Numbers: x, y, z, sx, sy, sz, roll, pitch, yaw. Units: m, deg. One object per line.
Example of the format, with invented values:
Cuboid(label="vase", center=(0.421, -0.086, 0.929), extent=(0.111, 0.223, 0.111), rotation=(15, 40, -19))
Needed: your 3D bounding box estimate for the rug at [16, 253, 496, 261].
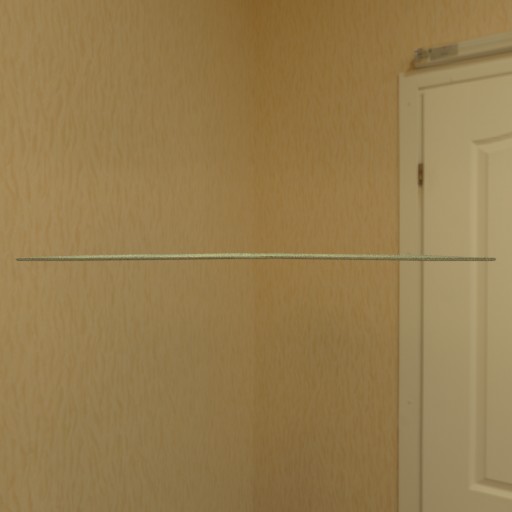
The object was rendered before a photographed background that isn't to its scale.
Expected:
Cuboid(label="rug", center=(0.000, 0.000, 4.199), extent=(3.237, 0.046, 2.461), rotation=(0, 1, 1))
